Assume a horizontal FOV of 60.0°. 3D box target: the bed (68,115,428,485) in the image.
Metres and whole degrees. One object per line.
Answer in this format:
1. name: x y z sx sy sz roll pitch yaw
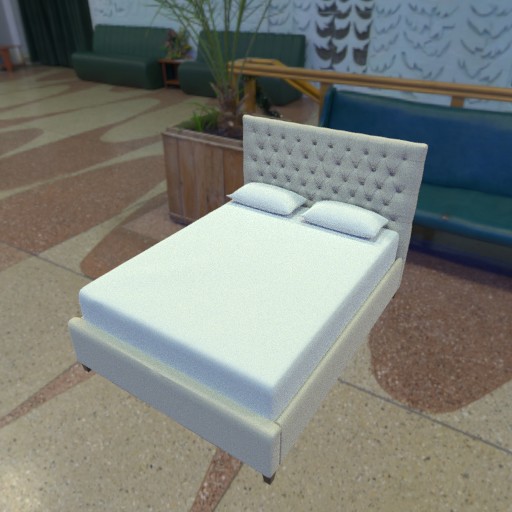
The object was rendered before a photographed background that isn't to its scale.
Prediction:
1. bed: 0.000 0.000 3.318 1.696 1.426 2.233 19 36 28
